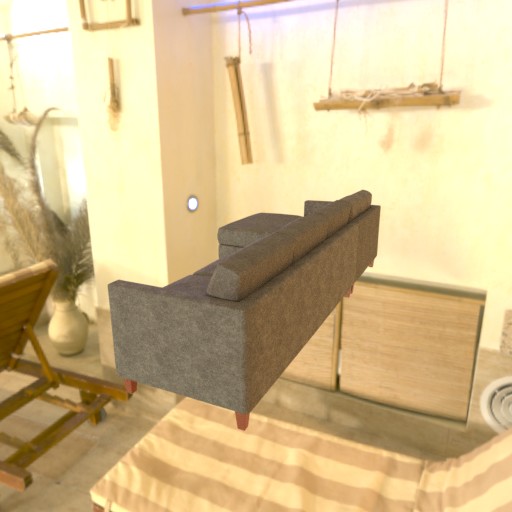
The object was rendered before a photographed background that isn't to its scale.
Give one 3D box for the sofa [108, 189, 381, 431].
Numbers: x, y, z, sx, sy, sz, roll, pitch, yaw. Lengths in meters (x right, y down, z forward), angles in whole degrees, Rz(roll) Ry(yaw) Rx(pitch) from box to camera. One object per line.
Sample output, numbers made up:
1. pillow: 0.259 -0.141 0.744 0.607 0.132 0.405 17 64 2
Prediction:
1. sofa: 0.000 0.000 4.109 1.606 0.954 3.471 8 18 25
